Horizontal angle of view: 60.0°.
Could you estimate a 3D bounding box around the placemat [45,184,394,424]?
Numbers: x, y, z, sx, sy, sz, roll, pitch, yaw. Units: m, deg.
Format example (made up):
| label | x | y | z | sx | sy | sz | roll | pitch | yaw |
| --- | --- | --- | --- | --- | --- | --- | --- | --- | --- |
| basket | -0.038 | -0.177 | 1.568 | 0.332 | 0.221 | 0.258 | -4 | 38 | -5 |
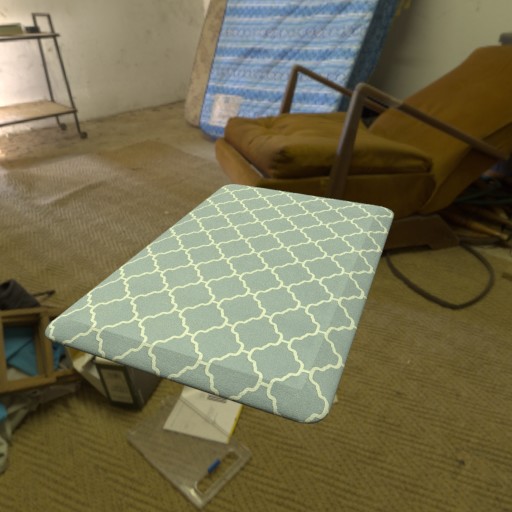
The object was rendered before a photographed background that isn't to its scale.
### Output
| label | x | y | z | sx | sy | sz | roll | pitch | yaw |
| --- | --- | --- | --- | --- | --- | --- | --- | --- | --- |
| placemat | 0.000 | 0.000 | 0.977 | 0.508 | 0.021 | 0.762 | 12 | 33 | 19 |
